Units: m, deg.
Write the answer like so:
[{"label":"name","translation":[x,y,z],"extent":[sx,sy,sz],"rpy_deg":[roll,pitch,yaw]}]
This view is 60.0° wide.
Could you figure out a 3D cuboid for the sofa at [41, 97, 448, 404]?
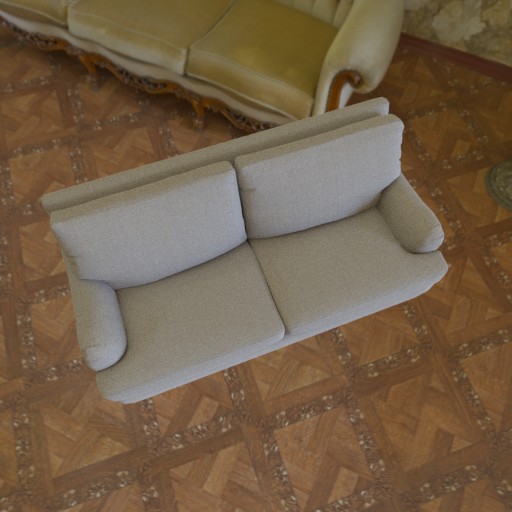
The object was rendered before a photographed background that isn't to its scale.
[{"label":"sofa","translation":[0.000,0.000,2.729],"extent":[2.160,1.054,1.087],"rpy_deg":[-19,65,-9]}]
